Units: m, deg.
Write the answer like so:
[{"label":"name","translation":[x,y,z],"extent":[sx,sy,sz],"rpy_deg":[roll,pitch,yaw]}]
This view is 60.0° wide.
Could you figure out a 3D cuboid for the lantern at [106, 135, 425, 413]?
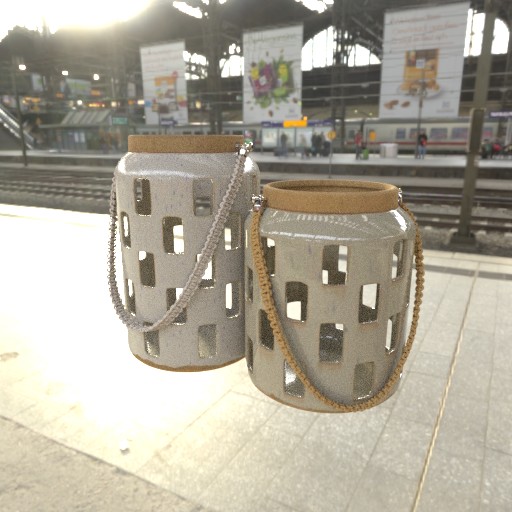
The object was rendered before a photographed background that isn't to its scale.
[{"label":"lantern","translation":[0.000,0.000,0.484],"extent":[0.347,0.255,0.184],"rpy_deg":[7,16,26]}]
